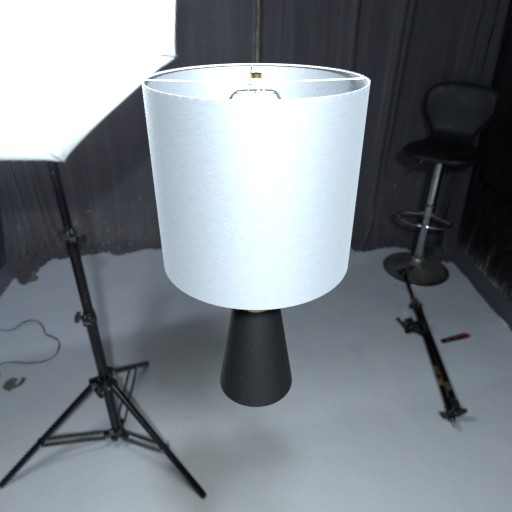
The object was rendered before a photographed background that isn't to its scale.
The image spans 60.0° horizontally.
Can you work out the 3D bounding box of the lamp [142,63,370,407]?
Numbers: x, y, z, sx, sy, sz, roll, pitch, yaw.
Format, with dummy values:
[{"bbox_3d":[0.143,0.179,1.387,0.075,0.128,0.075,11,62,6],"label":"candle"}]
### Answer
[{"bbox_3d":[0.000,0.000,0.754,0.308,0.580,0.308,-1,30,-2],"label":"lamp"}]
